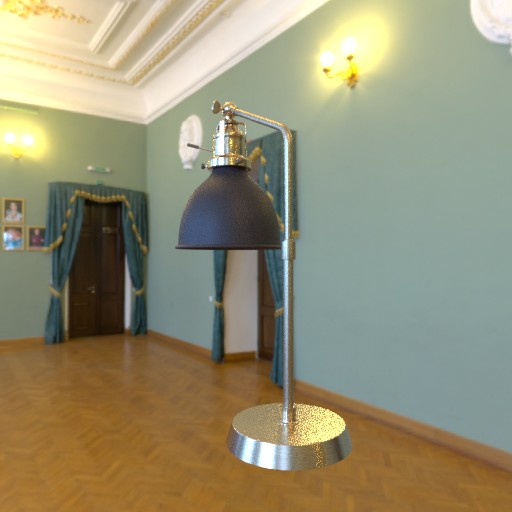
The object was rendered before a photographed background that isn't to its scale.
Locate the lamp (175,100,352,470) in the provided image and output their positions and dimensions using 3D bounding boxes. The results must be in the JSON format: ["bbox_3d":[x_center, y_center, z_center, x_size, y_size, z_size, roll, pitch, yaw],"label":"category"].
[{"bbox_3d":[0.000,0.000,0.604,0.160,0.456,0.291,0,-1,-36],"label":"lamp"}]
